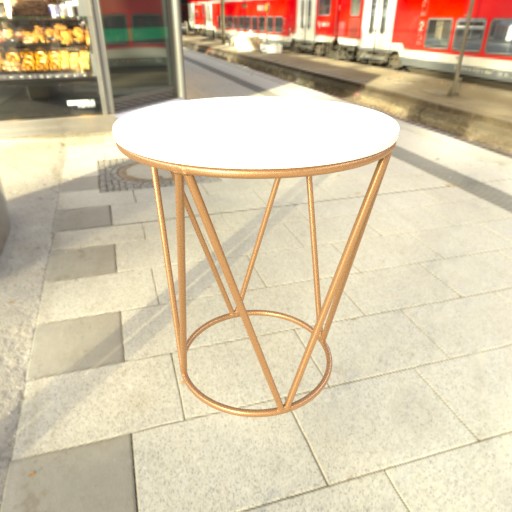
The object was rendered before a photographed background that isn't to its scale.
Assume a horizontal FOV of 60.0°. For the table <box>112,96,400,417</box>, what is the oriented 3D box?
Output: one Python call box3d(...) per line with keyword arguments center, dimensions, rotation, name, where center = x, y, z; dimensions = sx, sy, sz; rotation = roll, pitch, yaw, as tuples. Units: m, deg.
box3d(center=(0.000, 0.000, 0.936), dimensions=(0.500, 0.564, 0.500), rotation=(0, 29, 0), name="table")
